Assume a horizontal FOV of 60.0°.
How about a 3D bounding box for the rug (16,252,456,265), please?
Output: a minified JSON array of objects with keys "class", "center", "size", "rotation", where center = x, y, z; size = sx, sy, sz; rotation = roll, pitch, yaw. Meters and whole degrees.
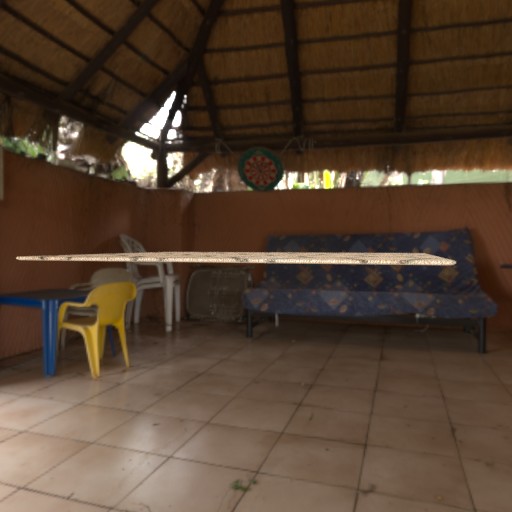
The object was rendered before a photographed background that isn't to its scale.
[{"class":"rug","center":[0.000,0.000,3.969],"size":[3.000,0.026,2.399],"rotation":[0,1,17]}]
